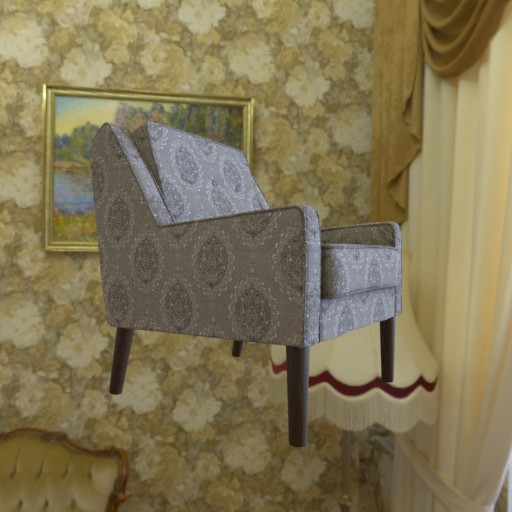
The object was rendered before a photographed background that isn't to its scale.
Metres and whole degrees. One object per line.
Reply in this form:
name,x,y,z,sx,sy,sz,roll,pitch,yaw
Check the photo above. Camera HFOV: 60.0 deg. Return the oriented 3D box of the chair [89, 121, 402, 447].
chair,0.000,0.000,1.351,0.750,0.797,0.665,0,0,35
